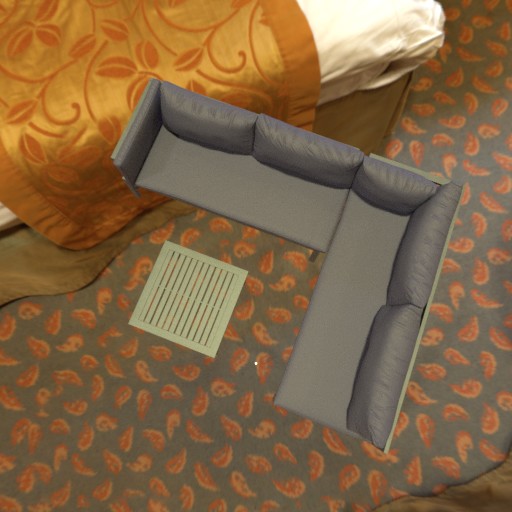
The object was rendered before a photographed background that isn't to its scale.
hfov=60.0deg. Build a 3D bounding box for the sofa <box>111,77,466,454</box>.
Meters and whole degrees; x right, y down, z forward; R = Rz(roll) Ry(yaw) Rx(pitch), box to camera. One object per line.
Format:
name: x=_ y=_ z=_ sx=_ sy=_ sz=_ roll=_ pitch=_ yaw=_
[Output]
sofa: x=0.000 y=0.000 z=2.893 sx=2.149 sy=0.762 sz=1.658 roll=20 pitch=77 yaw=5
